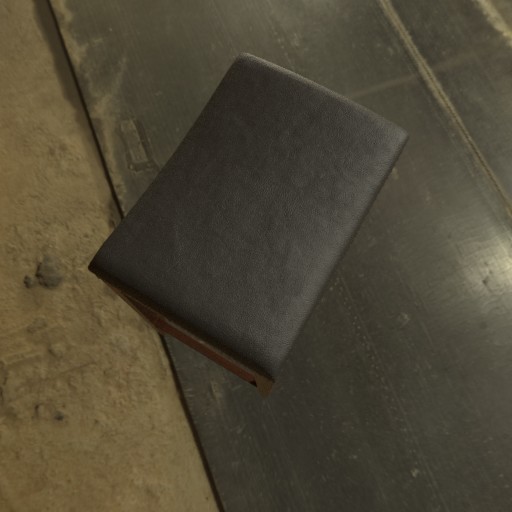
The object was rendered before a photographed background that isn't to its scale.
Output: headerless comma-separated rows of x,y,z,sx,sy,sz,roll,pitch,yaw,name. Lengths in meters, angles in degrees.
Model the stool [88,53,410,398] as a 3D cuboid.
0.000,0.000,0.959,0.353,0.664,0.490,29,76,8,stool
